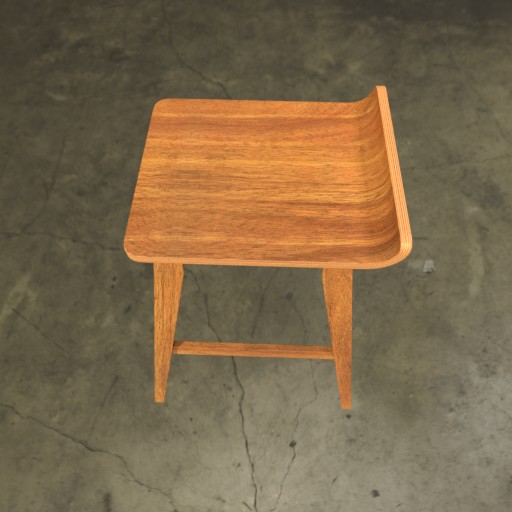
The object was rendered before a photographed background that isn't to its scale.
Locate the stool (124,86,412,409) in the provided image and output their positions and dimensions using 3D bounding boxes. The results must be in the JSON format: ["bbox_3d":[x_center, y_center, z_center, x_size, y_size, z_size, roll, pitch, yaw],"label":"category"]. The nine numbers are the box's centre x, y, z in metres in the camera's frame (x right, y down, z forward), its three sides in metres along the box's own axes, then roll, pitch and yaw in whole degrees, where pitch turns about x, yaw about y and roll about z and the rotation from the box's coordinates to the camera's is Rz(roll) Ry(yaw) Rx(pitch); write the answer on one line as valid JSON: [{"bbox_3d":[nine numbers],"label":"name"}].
[{"bbox_3d":[0.000,0.000,0.979,0.500,0.650,0.500,2,59,1],"label":"stool"}]
